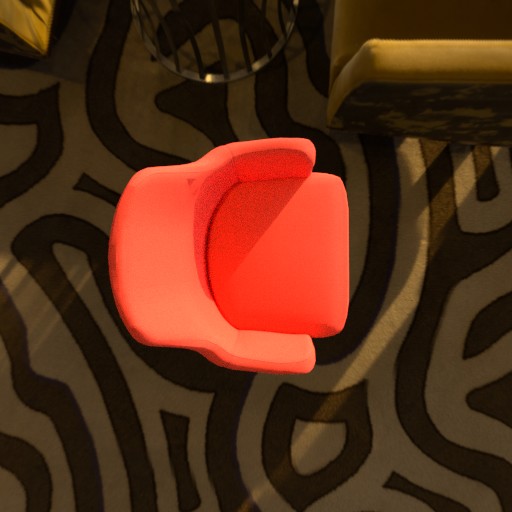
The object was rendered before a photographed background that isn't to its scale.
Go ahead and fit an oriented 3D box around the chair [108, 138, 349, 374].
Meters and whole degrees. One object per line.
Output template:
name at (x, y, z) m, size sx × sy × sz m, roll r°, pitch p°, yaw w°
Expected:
chair at (0.000, 0.000, 1.258) m, size 0.600 × 0.820 × 0.655 m, roll 0°, pitch 90°, yaw 1°
